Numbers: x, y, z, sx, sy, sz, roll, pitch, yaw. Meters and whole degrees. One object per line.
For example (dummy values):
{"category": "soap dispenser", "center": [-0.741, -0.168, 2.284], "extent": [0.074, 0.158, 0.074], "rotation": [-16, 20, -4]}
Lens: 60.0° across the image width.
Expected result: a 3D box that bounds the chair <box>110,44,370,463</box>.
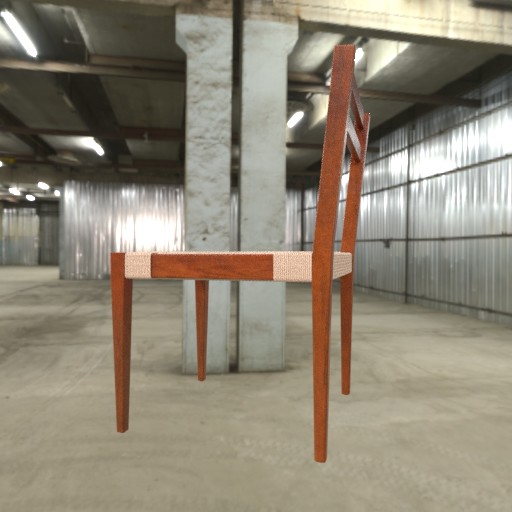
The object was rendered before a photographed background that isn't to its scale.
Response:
{"category": "chair", "center": [0.000, 0.000, 1.200], "extent": [0.569, 0.851, 0.495], "rotation": [0, 0, 18]}
